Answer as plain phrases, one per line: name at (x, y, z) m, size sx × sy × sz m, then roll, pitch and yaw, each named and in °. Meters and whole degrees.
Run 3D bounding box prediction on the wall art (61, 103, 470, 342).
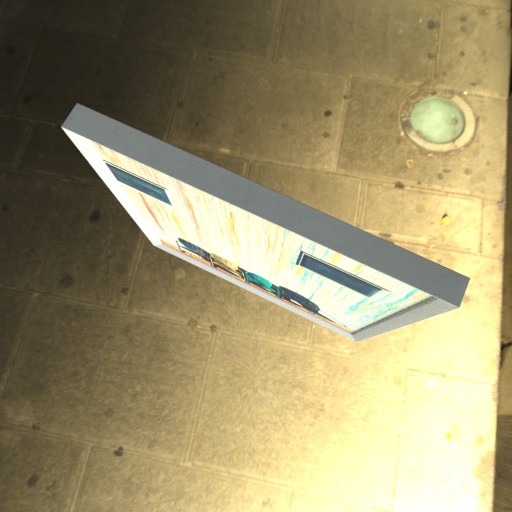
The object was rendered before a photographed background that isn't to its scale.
wall art at (0.000, 0.000, 0.757) m, size 0.508 × 0.508 × 0.037 m, roll 25°, pitch 76°, yaw 7°
